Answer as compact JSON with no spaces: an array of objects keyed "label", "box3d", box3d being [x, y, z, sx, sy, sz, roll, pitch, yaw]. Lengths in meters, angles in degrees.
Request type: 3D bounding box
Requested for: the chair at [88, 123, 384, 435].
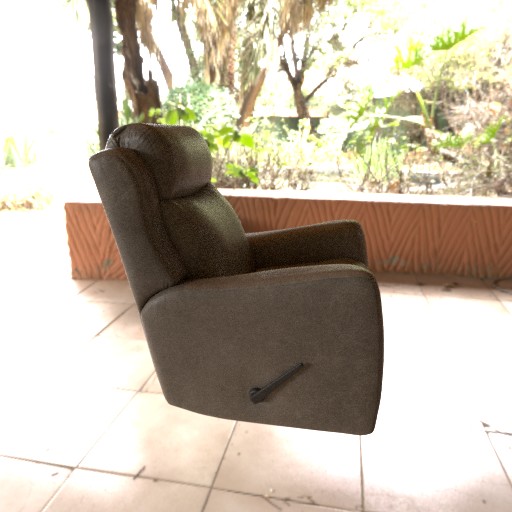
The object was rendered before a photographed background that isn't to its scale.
[{"label":"chair","box3d":[0.000,0.000,1.952,1.068,1.116,0.967,3,16,10]}]
